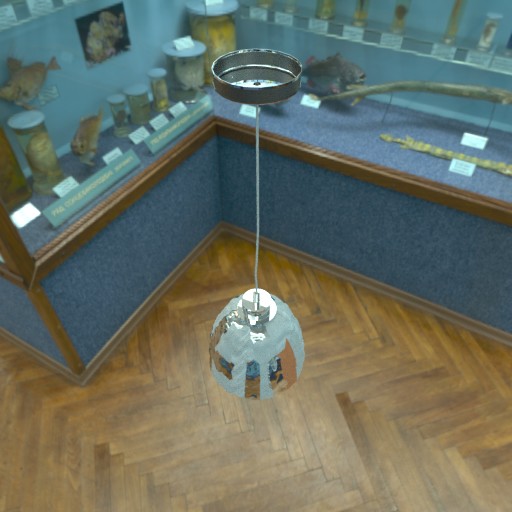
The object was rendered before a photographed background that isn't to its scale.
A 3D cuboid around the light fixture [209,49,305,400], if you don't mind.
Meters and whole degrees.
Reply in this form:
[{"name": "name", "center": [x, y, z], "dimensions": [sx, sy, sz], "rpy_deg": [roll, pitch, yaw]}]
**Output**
[{"name": "light fixture", "center": [0.000, 0.000, 1.774], "dimensions": [0.496, 1.511, 0.500], "rpy_deg": [24, 51, 22]}]
